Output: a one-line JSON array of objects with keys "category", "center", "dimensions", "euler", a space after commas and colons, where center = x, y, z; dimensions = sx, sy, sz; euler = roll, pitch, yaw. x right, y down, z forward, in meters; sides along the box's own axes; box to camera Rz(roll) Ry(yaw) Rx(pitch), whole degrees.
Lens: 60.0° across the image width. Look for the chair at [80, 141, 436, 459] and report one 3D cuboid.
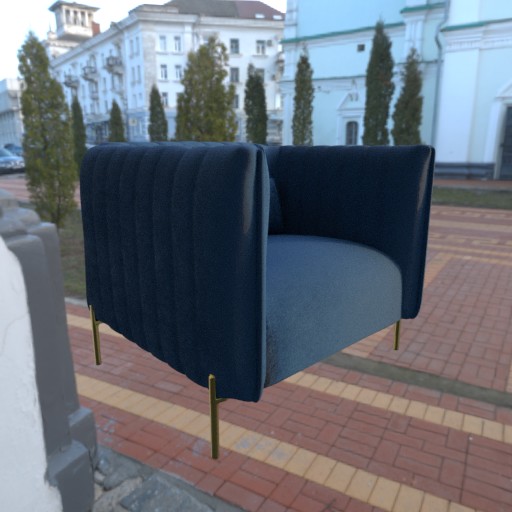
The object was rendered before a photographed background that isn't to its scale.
[{"category": "chair", "center": [0.000, 0.000, 1.573], "dimensions": [0.947, 0.793, 0.877], "euler": [-13, 19, -42]}]
